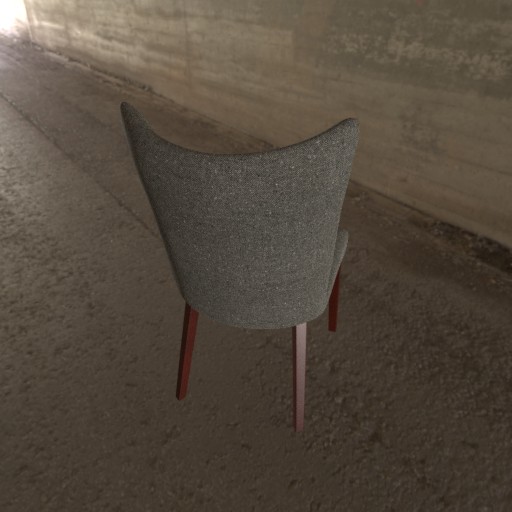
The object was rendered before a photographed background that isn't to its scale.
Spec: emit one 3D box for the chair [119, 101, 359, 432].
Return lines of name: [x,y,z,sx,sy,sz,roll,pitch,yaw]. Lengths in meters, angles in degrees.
chair: [0.000,0.000,1.308,0.535,0.924,0.623,9,33,15]
